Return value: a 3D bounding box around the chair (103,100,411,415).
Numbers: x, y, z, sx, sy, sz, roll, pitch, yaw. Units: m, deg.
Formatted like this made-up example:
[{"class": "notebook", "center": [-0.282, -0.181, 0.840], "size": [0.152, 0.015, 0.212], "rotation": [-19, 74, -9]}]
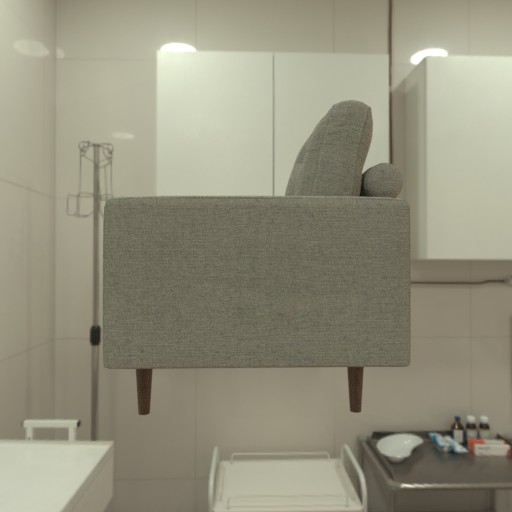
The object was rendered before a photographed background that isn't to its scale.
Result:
[{"class": "chair", "center": [0.000, 0.000, 1.519], "size": [0.843, 0.880, 0.821], "rotation": [0, -1, -2]}]
